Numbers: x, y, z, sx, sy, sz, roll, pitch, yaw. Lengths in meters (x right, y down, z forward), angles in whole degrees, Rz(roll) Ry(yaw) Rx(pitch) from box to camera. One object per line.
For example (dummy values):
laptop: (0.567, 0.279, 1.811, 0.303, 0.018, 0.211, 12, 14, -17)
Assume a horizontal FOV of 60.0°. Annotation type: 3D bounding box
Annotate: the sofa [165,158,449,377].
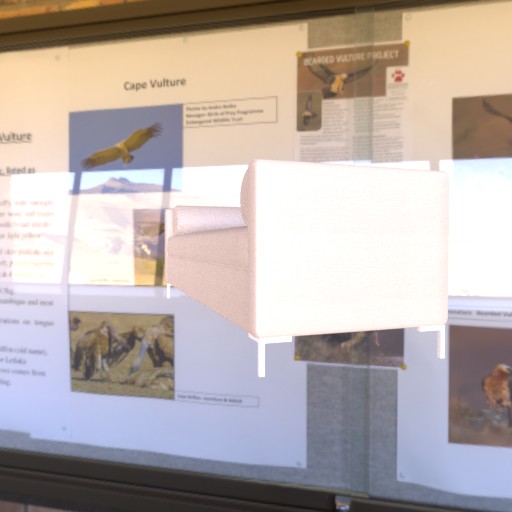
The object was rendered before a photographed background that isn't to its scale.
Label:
sofa: (0.000, 0.000, 2.291, 0.686, 0.635, 1.981, -1, 2, -19)
